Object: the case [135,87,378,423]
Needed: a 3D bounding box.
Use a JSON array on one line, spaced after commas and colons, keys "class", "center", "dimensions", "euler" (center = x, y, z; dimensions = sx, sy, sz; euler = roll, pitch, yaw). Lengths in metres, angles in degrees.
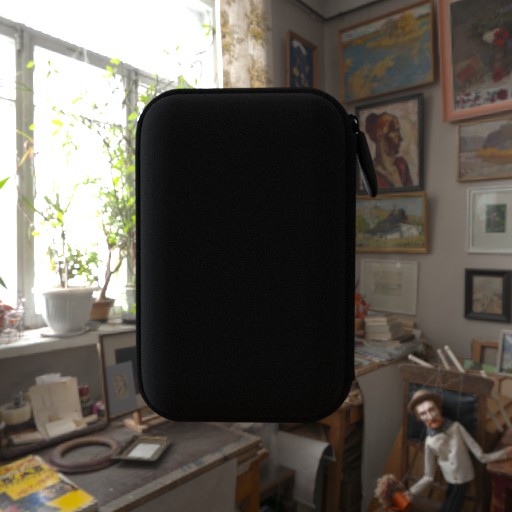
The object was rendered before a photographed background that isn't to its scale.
[{"class": "case", "center": [0.000, 0.000, 0.196], "dimensions": [0.107, 0.147, 0.030], "euler": [0, 1, 2]}]
